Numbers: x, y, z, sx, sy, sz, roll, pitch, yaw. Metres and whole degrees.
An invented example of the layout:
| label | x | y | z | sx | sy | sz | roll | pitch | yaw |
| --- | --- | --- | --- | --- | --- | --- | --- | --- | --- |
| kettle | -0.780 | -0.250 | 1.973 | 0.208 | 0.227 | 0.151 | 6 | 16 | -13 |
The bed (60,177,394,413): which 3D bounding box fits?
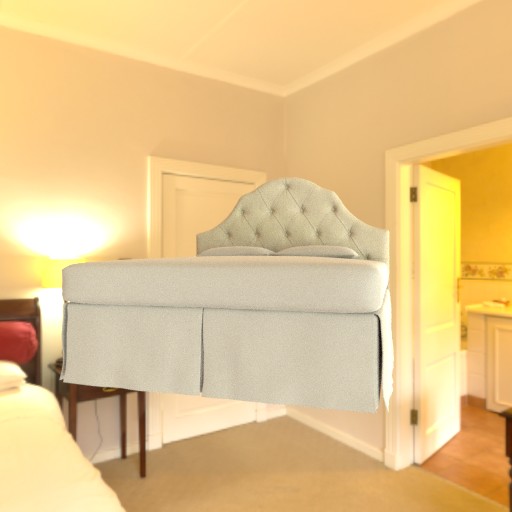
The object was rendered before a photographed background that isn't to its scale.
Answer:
| label | x | y | z | sx | sy | sz | roll | pitch | yaw |
| --- | --- | --- | --- | --- | --- | --- | --- | --- | --- |
| bed | 0.000 | 0.000 | 3.395 | 2.012 | 1.555 | 2.086 | 0 | 0 | 17 |
